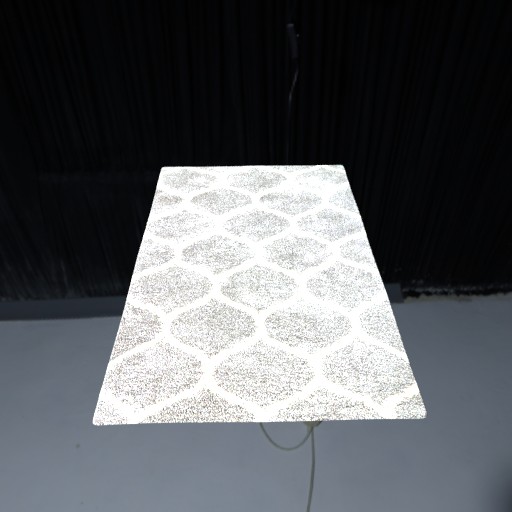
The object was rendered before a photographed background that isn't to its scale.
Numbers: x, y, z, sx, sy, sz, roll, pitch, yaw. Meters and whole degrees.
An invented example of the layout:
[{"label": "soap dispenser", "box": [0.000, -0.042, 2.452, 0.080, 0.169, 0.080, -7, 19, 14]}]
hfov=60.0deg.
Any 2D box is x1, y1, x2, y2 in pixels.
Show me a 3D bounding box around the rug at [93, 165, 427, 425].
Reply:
[{"label": "rug", "box": [0.000, 0.000, 3.385, 1.801, 0.026, 2.701, -1, 41, -1]}]
